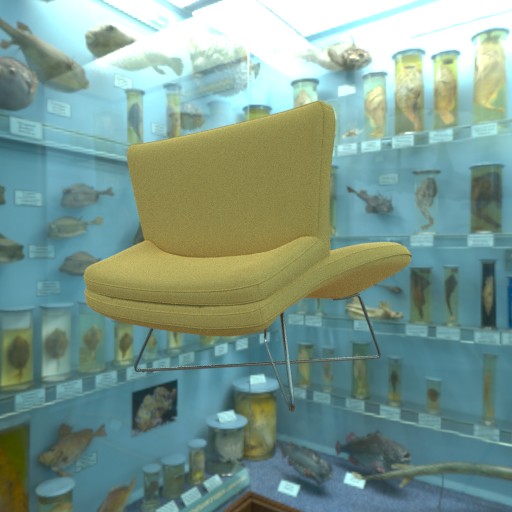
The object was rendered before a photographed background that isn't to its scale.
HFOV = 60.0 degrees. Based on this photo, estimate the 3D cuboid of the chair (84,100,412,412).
[{"bbox_3d":[0.000,0.000,1.642,0.859,0.855,1.008,0,1,37],"label":"chair"}]
